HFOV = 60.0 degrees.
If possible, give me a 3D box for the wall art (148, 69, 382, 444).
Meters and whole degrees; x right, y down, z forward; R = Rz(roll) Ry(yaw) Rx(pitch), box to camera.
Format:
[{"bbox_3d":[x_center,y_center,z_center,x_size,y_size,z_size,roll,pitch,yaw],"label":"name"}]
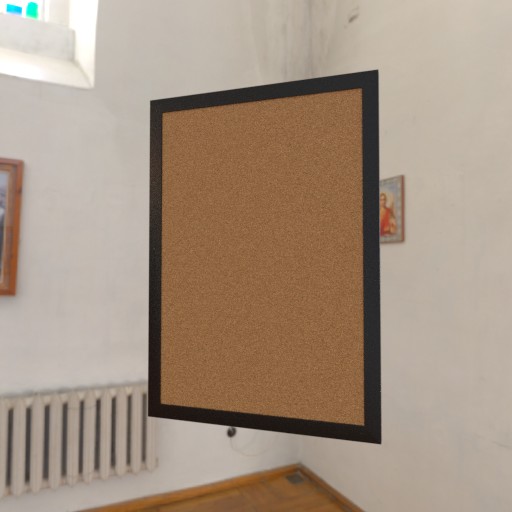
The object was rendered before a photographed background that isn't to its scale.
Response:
[{"bbox_3d":[0.000,0.000,0.563,0.304,0.432,0.013,-1,-2,18],"label":"wall art"}]
